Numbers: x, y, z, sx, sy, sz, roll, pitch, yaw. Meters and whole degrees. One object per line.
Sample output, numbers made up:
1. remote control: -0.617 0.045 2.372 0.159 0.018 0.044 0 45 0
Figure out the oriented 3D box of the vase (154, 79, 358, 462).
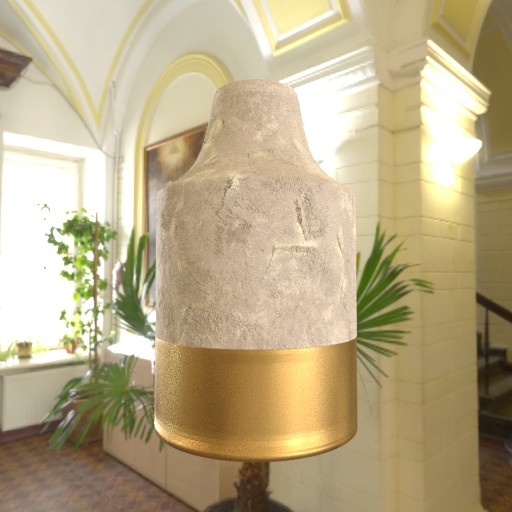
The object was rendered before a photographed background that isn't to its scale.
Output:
1. vase: 0.000 0.000 0.417 0.184 0.305 0.184 0 -2 0
